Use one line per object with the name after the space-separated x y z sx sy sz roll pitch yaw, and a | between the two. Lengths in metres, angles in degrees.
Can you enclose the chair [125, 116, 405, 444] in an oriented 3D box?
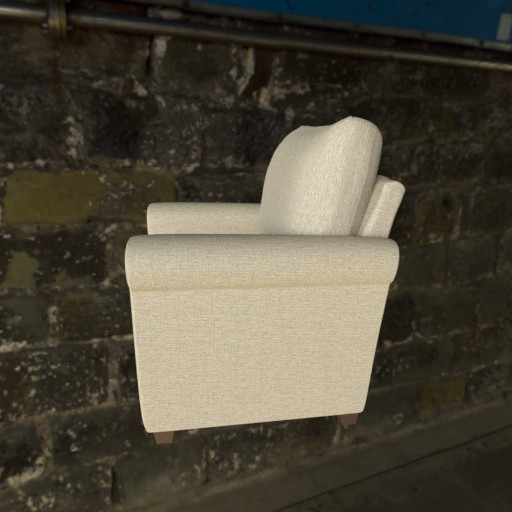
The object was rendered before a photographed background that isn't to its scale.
0.000 0.000 2.314 1.180 1.349 1.275 -2 14 -9 | chair
